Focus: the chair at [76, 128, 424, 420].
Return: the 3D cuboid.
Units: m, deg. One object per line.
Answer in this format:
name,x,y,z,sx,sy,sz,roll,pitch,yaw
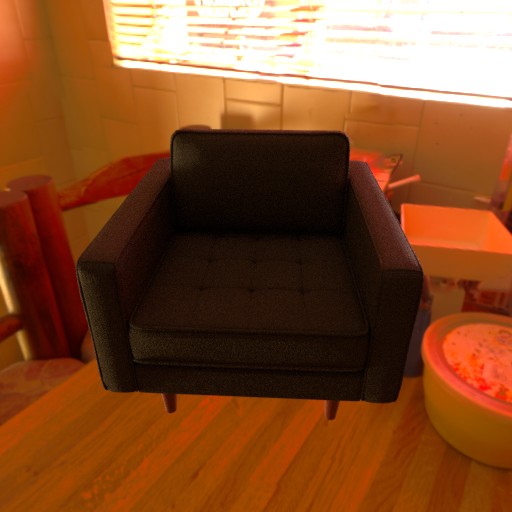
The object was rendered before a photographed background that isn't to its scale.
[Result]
chair,0.000,0.000,1.576,0.899,0.770,0.919,2,30,3
